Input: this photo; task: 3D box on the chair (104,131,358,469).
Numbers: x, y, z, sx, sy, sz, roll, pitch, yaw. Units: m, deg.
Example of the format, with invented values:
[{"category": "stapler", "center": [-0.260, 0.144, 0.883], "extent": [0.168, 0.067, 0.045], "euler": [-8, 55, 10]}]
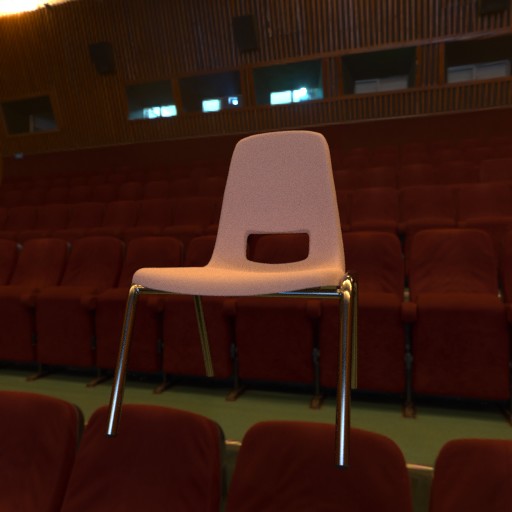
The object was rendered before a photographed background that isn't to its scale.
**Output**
[{"category": "chair", "center": [0.000, 0.000, 0.780], "extent": [0.354, 0.537, 0.385], "euler": [0, 0, 17]}]
